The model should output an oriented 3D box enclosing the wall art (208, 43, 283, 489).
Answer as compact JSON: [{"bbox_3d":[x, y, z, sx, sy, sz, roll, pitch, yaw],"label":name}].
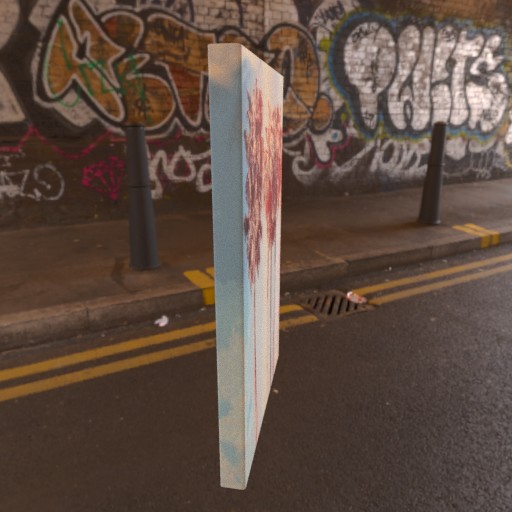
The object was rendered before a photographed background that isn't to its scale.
[{"bbox_3d":[0.000,0.000,0.762,0.038,0.610,0.401,3,18,9],"label":"wall art"}]
